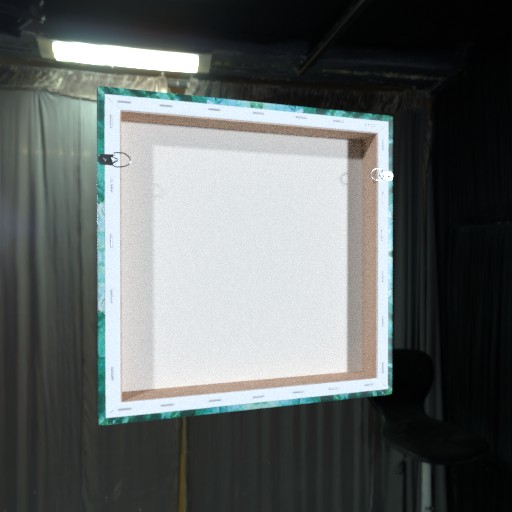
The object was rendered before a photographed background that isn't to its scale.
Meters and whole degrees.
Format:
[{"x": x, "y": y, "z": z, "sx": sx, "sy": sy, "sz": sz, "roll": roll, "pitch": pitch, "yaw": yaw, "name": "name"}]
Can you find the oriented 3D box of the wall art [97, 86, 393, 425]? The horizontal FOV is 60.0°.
[{"x": 0.000, "y": 0.000, "z": 0.466, "sx": 0.313, "sy": 0.313, "sz": 0.033, "roll": 0, "pitch": 1, "yaw": -17, "name": "wall art"}]
